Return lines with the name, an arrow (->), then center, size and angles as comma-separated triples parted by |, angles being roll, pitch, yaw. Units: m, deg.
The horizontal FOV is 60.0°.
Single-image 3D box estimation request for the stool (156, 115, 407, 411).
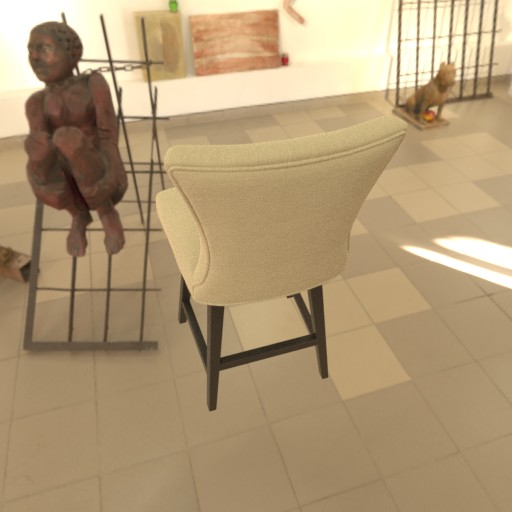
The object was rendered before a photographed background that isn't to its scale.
stool -> 0.000, 0.000, 1.349 | 0.514, 1.000, 0.574 | -12, 42, -13
